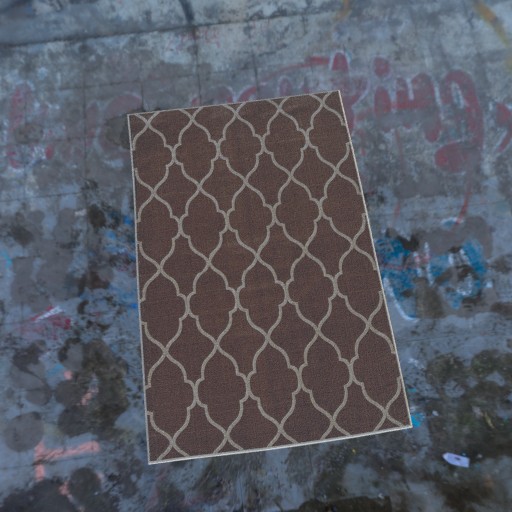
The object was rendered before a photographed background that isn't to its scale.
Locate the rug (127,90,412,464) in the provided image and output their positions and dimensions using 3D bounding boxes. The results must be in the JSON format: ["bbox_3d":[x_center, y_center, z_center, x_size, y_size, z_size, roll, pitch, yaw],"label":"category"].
[{"bbox_3d":[0.000,0.000,2.834,1.528,0.014,2.294,-7,74,-2],"label":"rug"}]
